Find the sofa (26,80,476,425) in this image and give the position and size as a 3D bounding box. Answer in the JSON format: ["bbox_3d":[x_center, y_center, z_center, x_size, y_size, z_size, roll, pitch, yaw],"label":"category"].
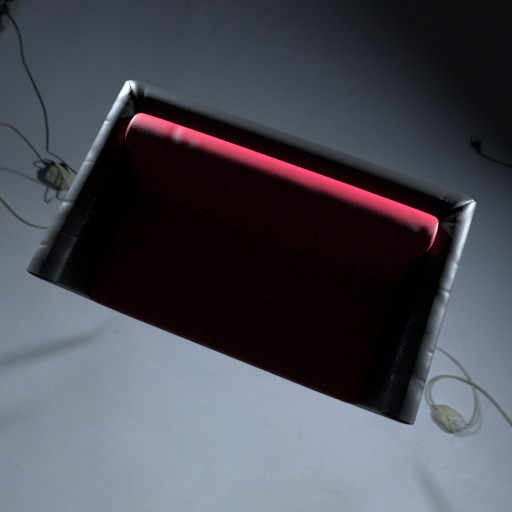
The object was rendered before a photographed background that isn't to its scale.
[{"bbox_3d":[0.000,0.000,1.860,1.410,0.735,0.845,21,76,5],"label":"sofa"}]
